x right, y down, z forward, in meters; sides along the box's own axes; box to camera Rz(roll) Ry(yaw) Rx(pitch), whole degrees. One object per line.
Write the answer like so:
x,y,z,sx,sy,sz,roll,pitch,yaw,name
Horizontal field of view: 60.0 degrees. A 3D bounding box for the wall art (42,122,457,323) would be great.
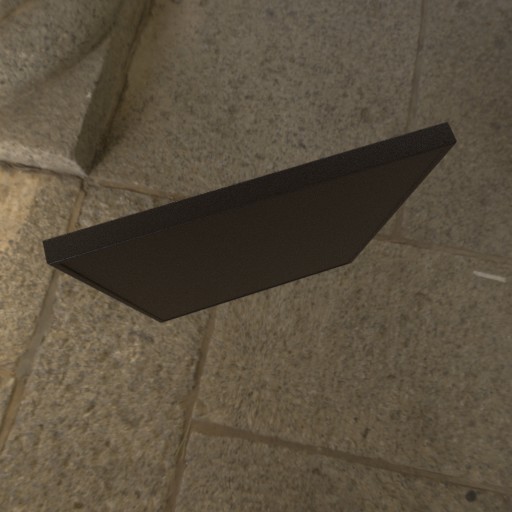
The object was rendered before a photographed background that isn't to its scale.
0.000,0.000,0.734,0.451,0.551,0.028,-17,76,-4,wall art
